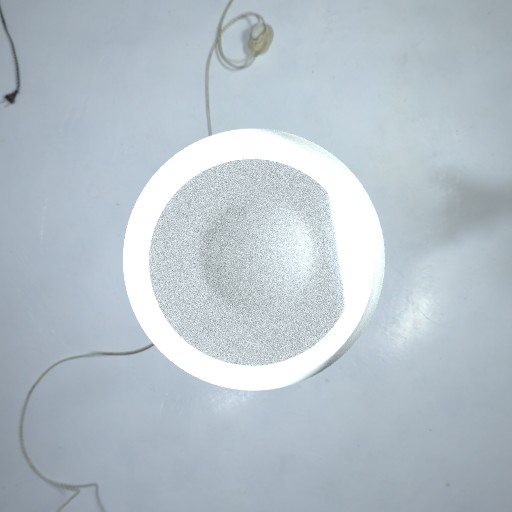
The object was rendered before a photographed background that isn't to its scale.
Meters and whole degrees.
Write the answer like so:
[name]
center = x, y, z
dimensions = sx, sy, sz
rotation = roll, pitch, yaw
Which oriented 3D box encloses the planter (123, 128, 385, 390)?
[planter]
center = 0.000, 0.000, 0.335
dimensions = 0.161, 0.224, 0.161
rotation = 0, 92, 1
